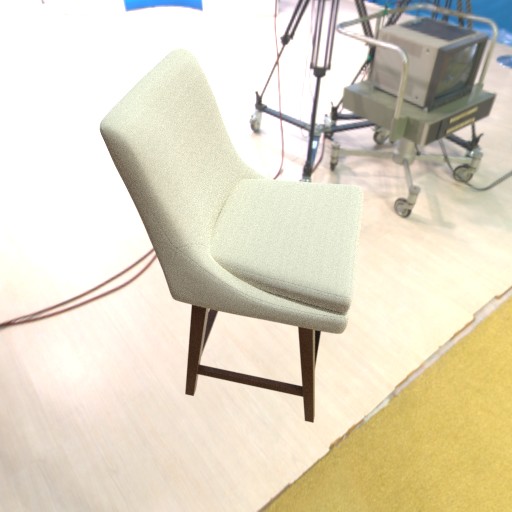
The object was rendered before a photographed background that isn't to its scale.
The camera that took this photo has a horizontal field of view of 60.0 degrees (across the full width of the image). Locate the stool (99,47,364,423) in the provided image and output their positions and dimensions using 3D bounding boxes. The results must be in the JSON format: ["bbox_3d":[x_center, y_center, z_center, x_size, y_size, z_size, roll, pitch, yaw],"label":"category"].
[{"bbox_3d":[0.000,0.000,1.288,0.559,0.991,0.483,9,45,9],"label":"stool"}]
